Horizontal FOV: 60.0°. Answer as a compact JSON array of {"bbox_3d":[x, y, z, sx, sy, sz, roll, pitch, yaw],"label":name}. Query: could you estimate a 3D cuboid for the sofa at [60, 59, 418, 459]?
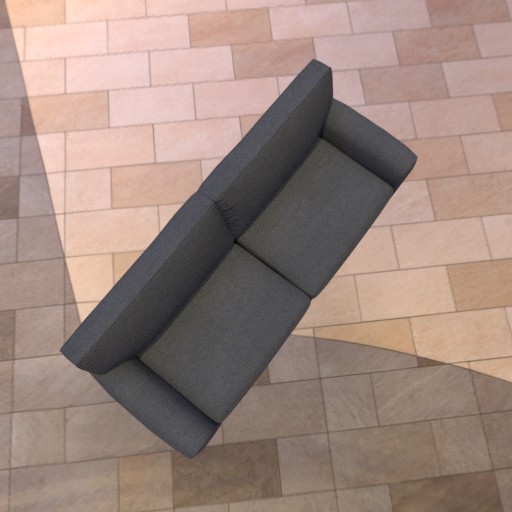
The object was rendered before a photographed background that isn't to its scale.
[{"bbox_3d":[0.000,0.000,2.865,0.954,1.026,2.391,37,78,9],"label":"sofa"}]
